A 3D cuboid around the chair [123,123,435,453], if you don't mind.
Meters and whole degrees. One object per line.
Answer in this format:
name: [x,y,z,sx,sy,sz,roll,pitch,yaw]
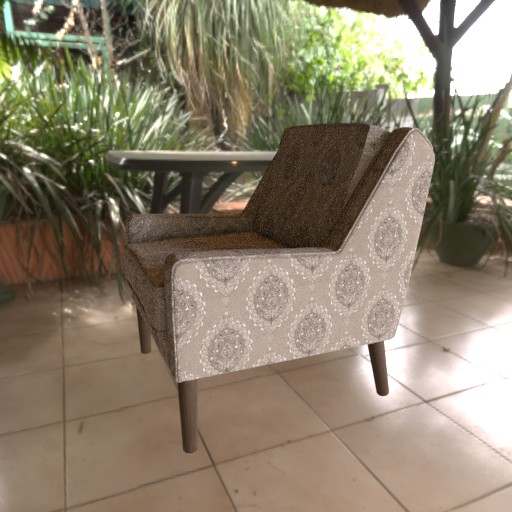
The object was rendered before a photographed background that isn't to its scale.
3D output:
chair: [0.000,0.000,1.385,0.750,0.797,0.665,-7,16,-23]
